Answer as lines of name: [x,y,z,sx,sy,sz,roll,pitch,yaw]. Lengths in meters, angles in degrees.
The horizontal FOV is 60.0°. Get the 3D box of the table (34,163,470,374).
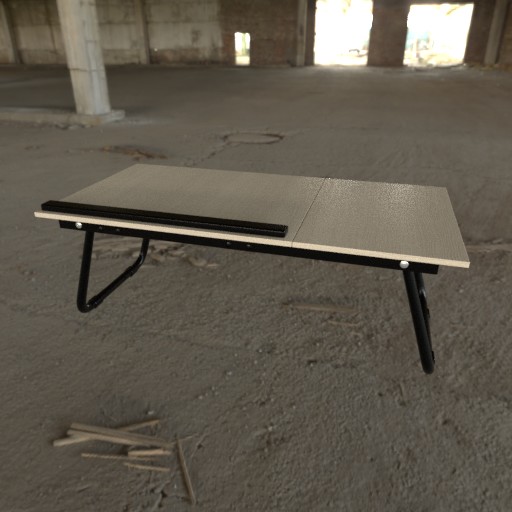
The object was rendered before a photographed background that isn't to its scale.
table: [0.000,0.000,0.812,0.644,0.242,0.322,7,27,14]
